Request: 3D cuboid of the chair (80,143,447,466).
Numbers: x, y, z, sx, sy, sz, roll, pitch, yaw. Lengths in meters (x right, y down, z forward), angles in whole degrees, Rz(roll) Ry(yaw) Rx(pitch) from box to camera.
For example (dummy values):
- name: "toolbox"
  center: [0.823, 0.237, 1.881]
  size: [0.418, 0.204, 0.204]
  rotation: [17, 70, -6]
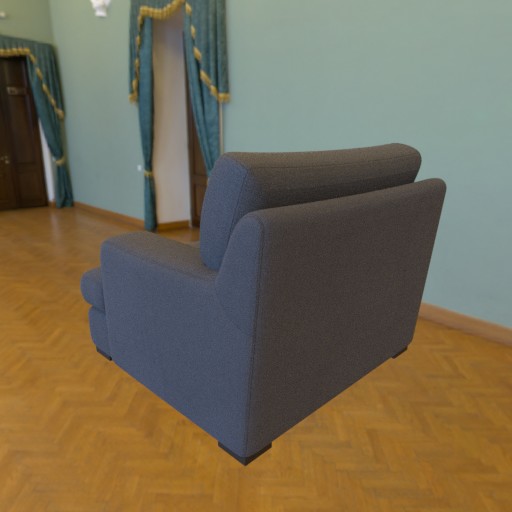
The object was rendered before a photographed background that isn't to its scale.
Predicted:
- name: "chair"
  center: [0.000, 0.000, 1.907]
  size: [1.168, 0.940, 1.143]
  rotation: [-16, 23, -43]
